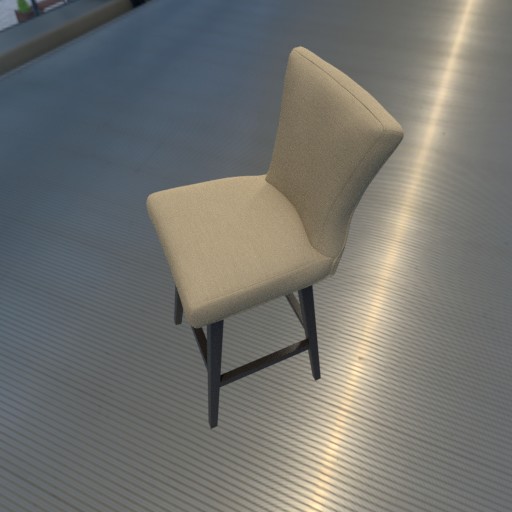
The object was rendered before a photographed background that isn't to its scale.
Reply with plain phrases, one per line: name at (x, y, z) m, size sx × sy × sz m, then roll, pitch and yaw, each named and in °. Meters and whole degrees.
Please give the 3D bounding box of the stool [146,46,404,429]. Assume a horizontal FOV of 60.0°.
stool at (0.000, 0.000, 1.439) m, size 0.574 × 1.086 × 0.514 m, roll -16°, pitch 48°, yaw -15°
